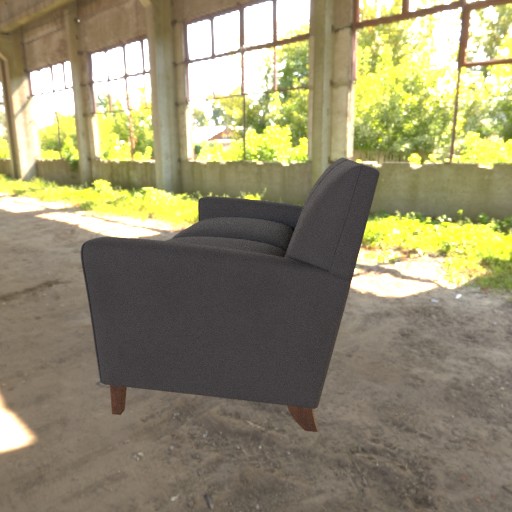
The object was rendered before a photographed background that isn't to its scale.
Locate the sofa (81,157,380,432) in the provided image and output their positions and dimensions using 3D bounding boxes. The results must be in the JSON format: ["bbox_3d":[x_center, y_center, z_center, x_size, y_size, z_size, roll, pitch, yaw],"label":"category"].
[{"bbox_3d":[0.000,0.000,1.985,0.871,0.846,1.420,2,13,8],"label":"sofa"}]
